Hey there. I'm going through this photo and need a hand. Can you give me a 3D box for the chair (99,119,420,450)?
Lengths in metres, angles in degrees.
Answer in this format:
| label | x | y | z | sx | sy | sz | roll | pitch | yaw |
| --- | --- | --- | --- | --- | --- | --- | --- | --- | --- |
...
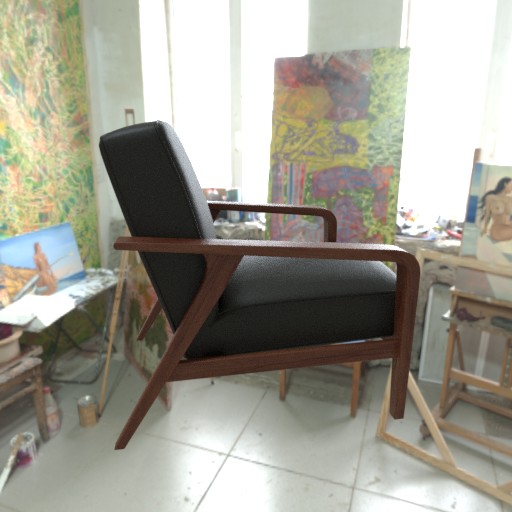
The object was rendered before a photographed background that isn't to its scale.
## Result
| label | x | y | z | sx | sy | sz | roll | pitch | yaw |
| --- | --- | --- | --- | --- | --- | --- | --- | --- | --- |
| chair | 0.000 | 0.000 | 1.472 | 0.889 | 0.861 | 0.719 | -3 | 16 | -9 |
